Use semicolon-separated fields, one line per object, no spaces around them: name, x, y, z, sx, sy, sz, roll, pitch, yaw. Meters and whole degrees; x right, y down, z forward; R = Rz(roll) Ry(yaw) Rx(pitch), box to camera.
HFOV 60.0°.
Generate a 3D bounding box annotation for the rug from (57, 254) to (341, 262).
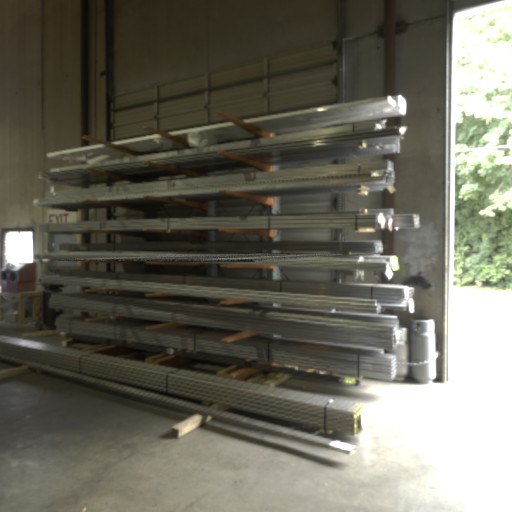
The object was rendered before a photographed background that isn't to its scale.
rug;0.000;0.000;2.662;0.760;0.012;2.434;0;1;18
